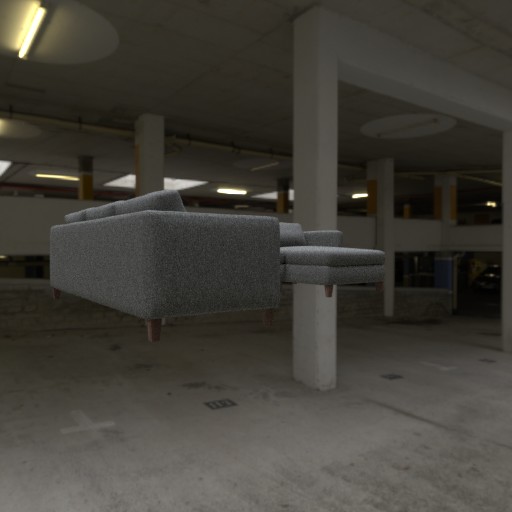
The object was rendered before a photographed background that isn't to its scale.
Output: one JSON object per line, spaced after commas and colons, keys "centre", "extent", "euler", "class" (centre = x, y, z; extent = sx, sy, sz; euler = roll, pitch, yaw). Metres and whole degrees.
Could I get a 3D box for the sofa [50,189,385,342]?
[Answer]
{"centre": [0.000, 0.000, 4.295], "extent": [3.238, 0.853, 2.551], "euler": [-1, 1, -36], "class": "sofa"}
